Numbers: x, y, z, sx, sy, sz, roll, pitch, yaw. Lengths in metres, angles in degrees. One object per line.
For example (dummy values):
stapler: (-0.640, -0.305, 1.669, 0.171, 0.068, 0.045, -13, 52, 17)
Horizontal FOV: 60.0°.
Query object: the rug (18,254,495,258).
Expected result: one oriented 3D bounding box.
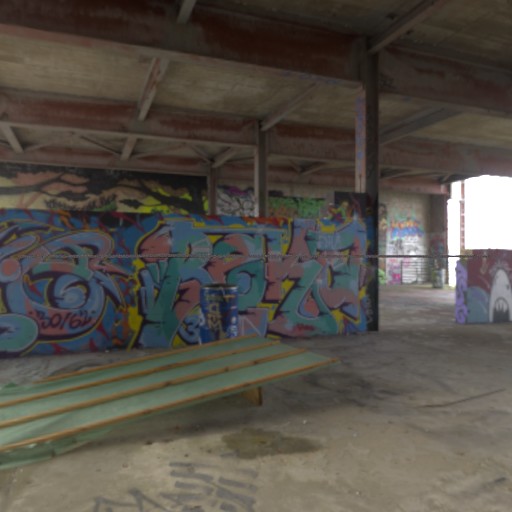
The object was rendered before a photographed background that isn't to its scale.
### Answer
rug: (0.000, 0.000, 1.058, 0.867, 0.007, 0.515, 0, 0, -1)
